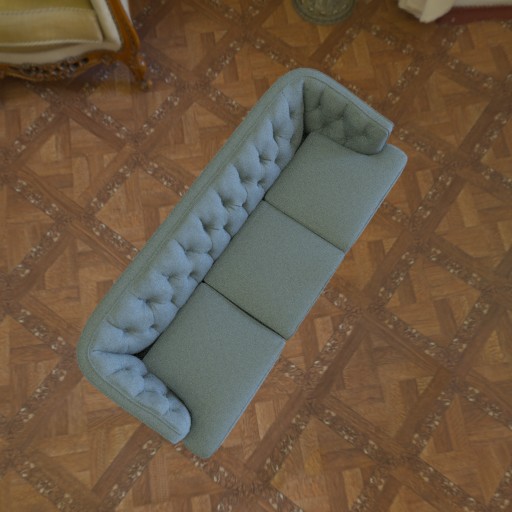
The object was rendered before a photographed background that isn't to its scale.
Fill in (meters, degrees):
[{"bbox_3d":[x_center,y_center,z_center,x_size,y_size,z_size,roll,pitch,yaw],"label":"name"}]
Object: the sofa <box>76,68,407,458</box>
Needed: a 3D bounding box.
[{"bbox_3d":[0.000,0.000,2.784,0.941,0.855,2.278,34,78,8],"label":"sofa"}]
